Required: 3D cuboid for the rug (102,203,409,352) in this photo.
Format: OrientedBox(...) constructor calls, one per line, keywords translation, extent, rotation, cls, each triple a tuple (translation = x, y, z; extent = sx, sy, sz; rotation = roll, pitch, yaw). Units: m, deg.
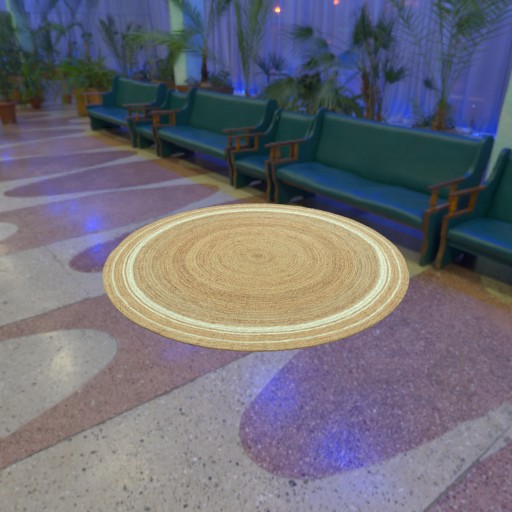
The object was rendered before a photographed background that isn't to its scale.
OrientedBox(translation=(0.000, 0.000, 3.696), extent=(2.444, 0.015, 2.444), rotation=(0, 27, 0), cls="rug")
